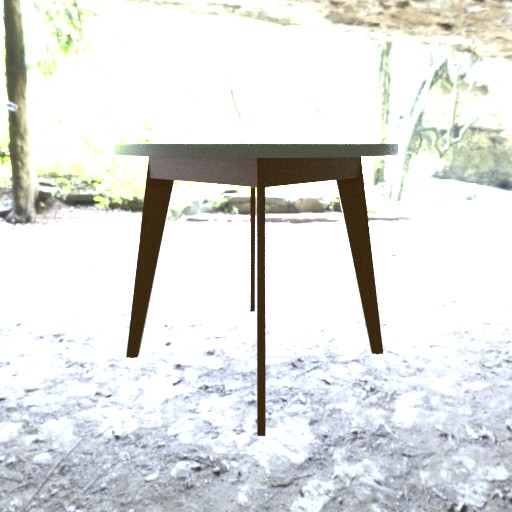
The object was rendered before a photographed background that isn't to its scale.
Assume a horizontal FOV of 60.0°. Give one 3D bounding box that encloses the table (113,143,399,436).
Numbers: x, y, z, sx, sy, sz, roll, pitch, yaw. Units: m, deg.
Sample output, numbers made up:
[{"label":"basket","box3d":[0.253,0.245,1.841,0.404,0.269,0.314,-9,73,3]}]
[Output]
[{"label":"table","box3d":[0.000,0.000,1.550,0.896,0.762,0.896,0,14,0]}]
